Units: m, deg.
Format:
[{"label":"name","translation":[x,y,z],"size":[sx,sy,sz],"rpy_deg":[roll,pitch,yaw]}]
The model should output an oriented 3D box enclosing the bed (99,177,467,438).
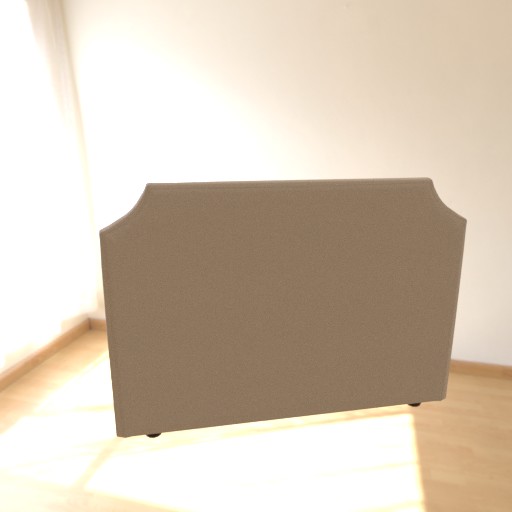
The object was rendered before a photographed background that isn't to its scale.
[{"label":"bed","translation":[0.000,0.000,3.226],"size":[1.828,1.297,2.164],"rpy_deg":[-3,16,-10]}]
